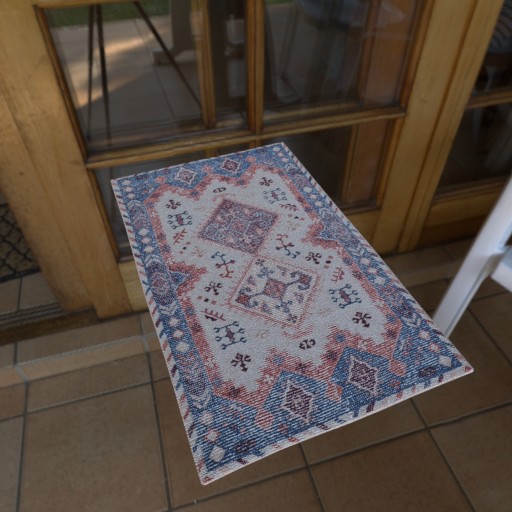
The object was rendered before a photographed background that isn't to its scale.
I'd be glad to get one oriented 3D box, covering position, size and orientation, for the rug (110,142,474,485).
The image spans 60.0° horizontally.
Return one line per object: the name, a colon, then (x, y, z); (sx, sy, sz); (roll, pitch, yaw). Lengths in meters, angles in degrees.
rug: (0.000, 0.000, 2.959); (1.521, 0.023, 2.464); (-16, 48, -15)
